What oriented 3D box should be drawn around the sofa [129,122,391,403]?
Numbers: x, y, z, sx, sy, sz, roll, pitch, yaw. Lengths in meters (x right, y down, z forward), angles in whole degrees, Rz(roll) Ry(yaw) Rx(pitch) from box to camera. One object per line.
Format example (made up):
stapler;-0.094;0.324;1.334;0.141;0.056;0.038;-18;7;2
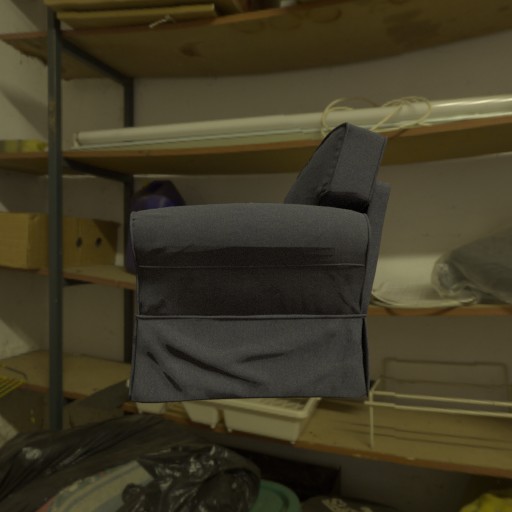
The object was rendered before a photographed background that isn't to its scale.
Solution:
sofa;0.000;0.000;2.437;0.997;1.059;1.801;0;1;-1
